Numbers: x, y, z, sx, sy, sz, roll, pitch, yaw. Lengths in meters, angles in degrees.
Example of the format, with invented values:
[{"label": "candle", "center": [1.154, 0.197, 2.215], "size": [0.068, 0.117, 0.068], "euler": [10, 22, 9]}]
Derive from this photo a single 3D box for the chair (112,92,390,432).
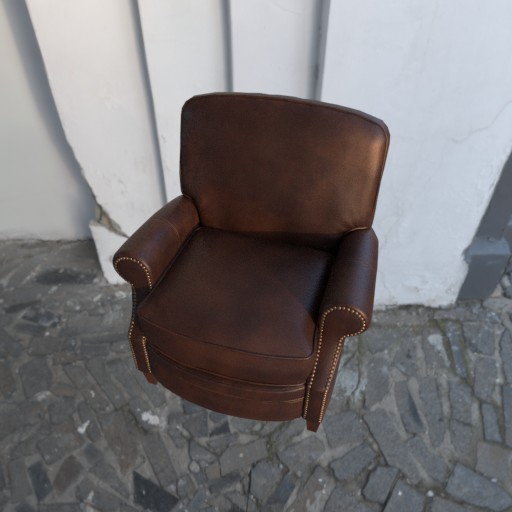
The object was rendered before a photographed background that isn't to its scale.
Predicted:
[{"label": "chair", "center": [0.000, 0.000, 1.745], "size": [0.936, 1.018, 0.986], "euler": [12, 43, 13]}]
